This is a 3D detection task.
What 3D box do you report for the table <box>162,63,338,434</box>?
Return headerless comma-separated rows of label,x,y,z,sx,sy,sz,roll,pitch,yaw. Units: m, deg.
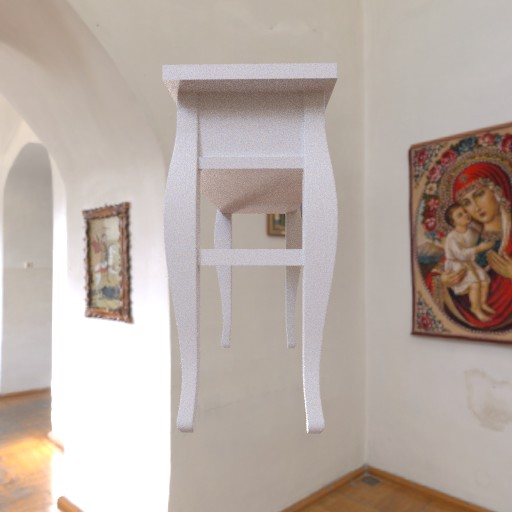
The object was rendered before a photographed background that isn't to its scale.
table,0.000,0.000,1.426,0.373,0.768,1.062,0,-1,1
